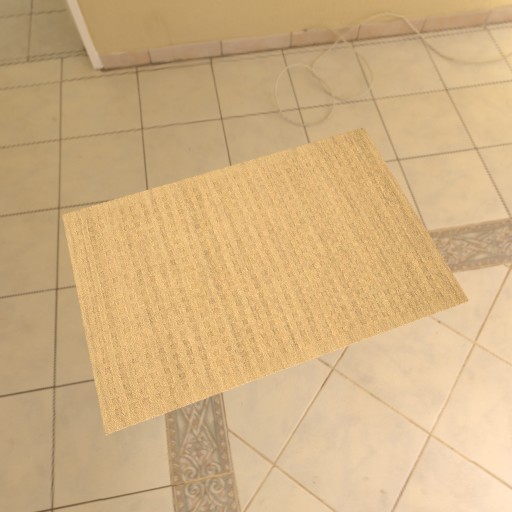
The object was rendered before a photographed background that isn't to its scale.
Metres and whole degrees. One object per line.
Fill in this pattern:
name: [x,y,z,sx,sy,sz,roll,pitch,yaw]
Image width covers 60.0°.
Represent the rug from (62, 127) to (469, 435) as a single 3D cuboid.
rug: [0.000,0.000,2.222,1.752,0.006,1.142,-18,65,-9]
